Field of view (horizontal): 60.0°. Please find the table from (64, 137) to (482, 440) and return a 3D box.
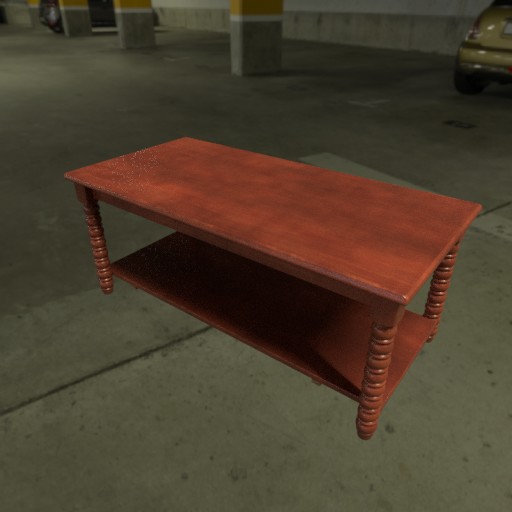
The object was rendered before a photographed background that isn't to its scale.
[{"bbox_3d":[0.000,0.000,1.474,1.171,0.485,0.580,21,36,32],"label":"table"}]
